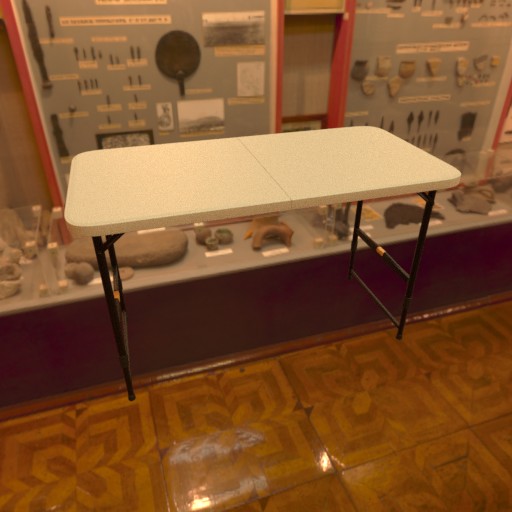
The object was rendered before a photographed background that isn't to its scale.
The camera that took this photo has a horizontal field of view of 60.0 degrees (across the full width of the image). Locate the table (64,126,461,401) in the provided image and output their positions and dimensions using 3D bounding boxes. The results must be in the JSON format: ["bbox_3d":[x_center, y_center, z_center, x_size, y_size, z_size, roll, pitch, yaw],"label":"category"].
[{"bbox_3d":[0.000,0.000,1.689,1.245,0.737,0.611,-9,33,-14],"label":"table"}]
